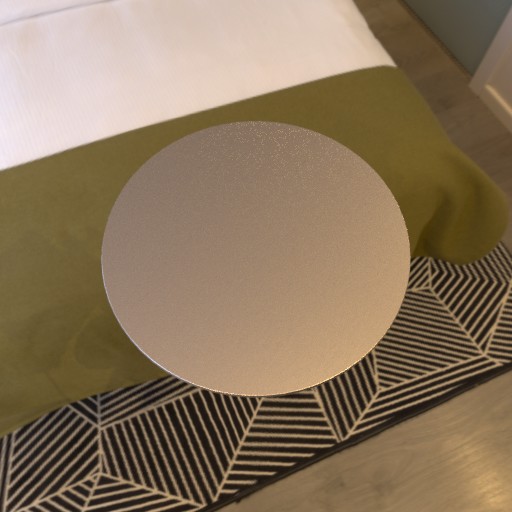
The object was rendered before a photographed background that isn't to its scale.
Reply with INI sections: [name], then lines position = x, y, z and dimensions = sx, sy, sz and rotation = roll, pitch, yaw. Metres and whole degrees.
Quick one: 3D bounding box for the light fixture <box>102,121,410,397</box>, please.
[light fixture]
position = 0.000, 0.000, 0.575
dimensions = 0.368, 0.100, 0.368
rotation = 0, 64, 0
